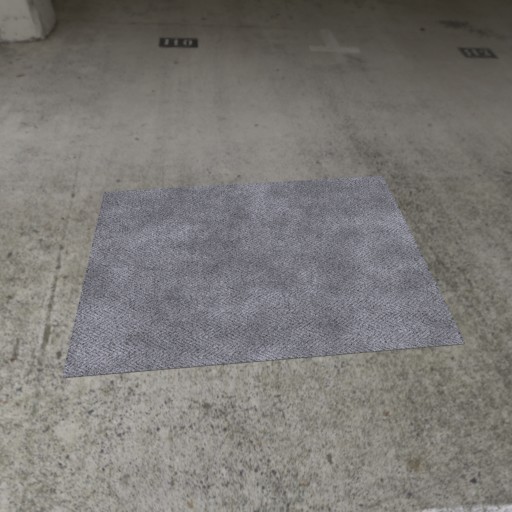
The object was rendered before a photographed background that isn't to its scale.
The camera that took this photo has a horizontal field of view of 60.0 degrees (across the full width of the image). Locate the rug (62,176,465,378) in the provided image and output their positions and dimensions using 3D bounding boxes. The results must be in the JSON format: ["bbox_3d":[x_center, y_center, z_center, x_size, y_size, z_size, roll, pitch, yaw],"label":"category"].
[{"bbox_3d":[0.000,0.000,2.991,2.235,0.008,1.600,-4,46,-4],"label":"rug"}]
